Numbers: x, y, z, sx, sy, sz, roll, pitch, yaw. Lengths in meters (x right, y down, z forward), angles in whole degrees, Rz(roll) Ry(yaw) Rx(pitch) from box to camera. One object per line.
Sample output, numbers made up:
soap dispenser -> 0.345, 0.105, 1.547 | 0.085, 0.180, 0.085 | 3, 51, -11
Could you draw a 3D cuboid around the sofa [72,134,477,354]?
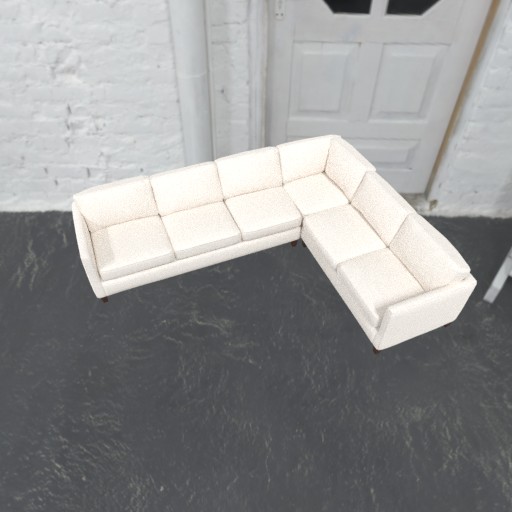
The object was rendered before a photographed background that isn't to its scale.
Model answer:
sofa -> 0.000, 0.000, 4.529 | 3.302, 0.947, 2.593 | -17, 49, -15
